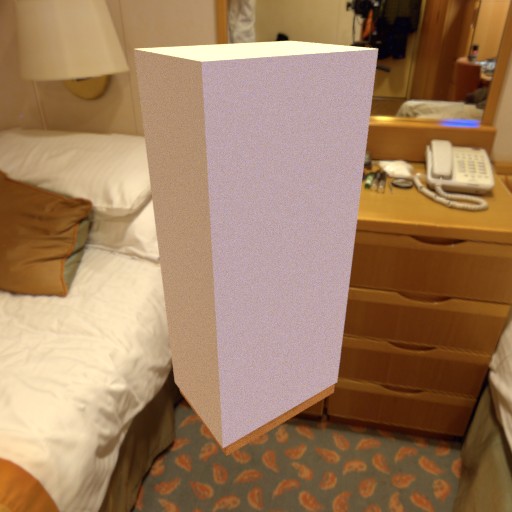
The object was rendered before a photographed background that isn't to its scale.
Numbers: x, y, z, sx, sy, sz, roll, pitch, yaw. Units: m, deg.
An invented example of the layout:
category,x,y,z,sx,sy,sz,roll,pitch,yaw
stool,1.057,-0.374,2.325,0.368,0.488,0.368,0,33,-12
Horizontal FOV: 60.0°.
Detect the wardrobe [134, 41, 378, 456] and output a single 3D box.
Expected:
category,x,y,z,sx,sy,sz,roll,pitch,yaw
wardrobe,0.000,0.000,2.402,0.860,2.040,0.600,-19,35,-30
